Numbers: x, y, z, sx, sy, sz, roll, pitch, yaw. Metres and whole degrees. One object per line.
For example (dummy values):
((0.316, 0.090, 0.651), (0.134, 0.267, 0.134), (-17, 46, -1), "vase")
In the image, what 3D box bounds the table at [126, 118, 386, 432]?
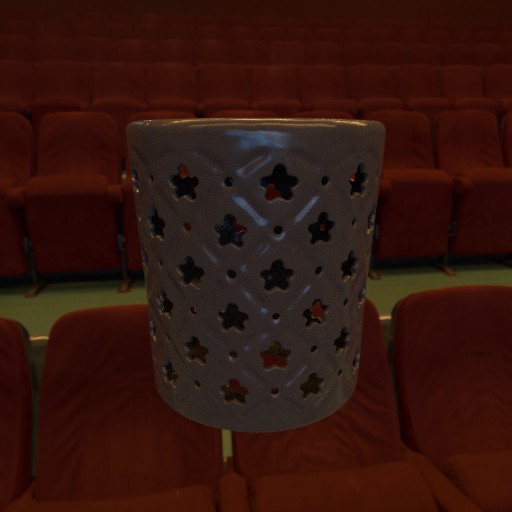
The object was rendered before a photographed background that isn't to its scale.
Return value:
((0.000, 0.000, 0.665), (0.352, 0.387, 0.352), (0, 15, 0), "table")
